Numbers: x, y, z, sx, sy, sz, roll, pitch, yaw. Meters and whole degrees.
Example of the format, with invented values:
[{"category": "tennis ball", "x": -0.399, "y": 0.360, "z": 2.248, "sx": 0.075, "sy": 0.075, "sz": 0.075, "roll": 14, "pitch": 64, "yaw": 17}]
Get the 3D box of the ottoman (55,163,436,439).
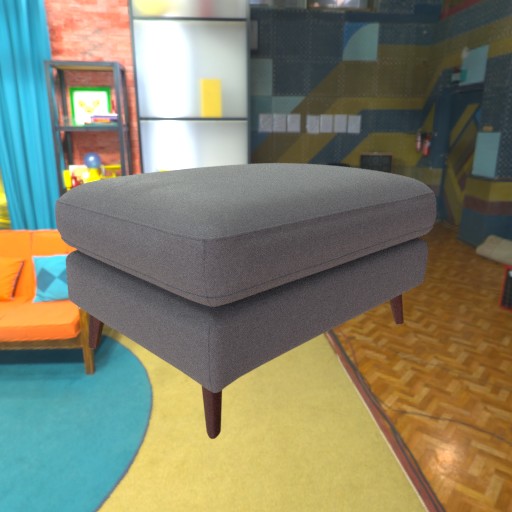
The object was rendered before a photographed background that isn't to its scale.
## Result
[{"category": "ottoman", "x": 0.000, "y": 0.000, "z": 1.146, "sx": 0.811, "sy": 0.449, "sz": 0.608, "roll": -15, "pitch": 22, "yaw": -43}]
